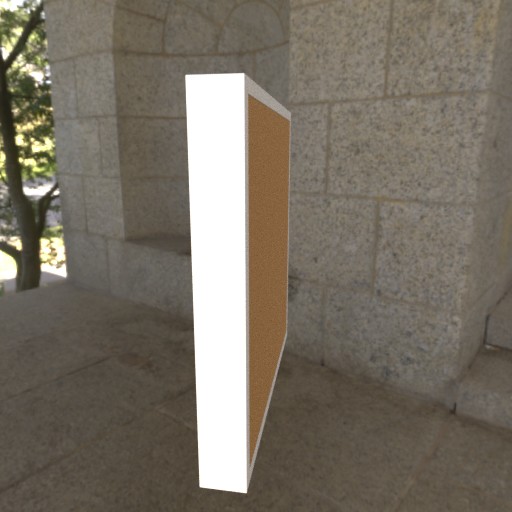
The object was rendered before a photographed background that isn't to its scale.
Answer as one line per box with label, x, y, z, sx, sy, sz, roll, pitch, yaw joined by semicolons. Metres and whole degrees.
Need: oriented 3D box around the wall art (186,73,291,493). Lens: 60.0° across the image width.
wall art;0.000;0.000;0.457;0.038;0.305;0.305;2;14;9
